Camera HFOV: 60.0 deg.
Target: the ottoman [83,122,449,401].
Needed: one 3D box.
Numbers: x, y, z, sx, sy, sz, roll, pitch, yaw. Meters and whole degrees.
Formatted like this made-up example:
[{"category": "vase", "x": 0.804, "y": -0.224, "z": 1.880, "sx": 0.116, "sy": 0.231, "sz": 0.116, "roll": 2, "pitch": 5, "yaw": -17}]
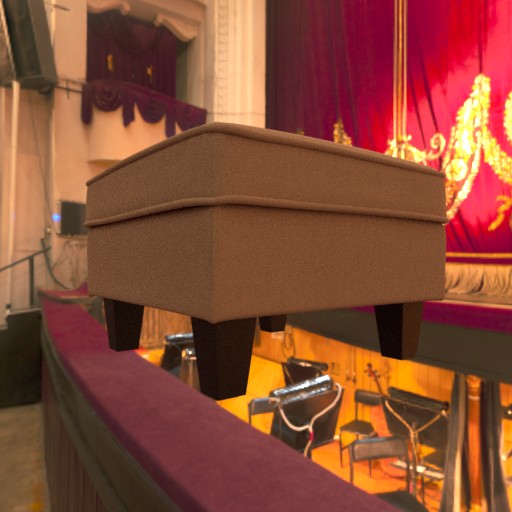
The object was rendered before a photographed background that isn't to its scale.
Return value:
[{"category": "ottoman", "x": 0.000, "y": 0.000, "z": 1.006, "sx": 0.613, "sy": 0.438, "sz": 0.616, "roll": 0, "pitch": -1, "yaw": -36}]
